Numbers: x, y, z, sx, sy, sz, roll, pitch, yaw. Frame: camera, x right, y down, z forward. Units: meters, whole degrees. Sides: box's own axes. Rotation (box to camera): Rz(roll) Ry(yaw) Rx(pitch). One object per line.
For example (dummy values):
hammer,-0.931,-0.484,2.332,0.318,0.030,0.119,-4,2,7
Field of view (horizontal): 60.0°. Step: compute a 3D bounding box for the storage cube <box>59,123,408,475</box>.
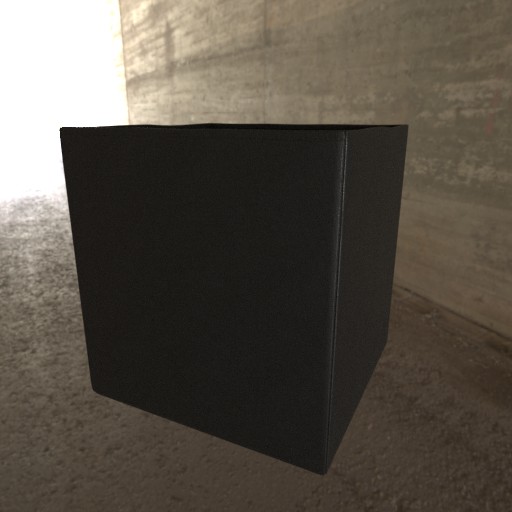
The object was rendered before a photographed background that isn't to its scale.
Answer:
storage cube,0.000,0.000,0.494,0.270,0.280,0.270,9,19,25
